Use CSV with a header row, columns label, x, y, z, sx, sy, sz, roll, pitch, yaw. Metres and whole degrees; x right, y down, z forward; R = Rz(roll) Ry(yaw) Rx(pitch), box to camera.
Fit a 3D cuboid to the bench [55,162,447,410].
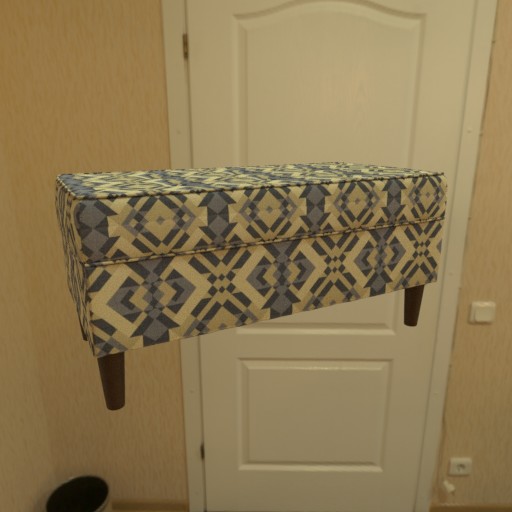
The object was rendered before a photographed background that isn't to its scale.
label,x,y,z,sx,sy,sz,roll,pitch,yaw
bench,0.000,0.000,1.293,1.016,0.477,0.492,-8,18,-27
